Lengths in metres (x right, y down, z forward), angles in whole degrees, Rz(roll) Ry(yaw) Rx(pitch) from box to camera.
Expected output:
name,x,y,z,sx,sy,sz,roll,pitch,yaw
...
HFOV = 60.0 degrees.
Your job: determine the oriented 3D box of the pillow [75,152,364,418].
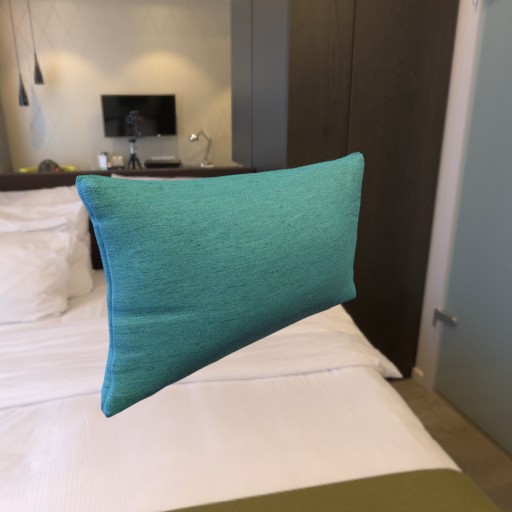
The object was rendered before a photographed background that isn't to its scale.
name,x,y,z,sx,sy,sz,roll,pitch,yaw
pillow,0.000,0.000,0.798,0.210,0.338,0.633,16,23,42
